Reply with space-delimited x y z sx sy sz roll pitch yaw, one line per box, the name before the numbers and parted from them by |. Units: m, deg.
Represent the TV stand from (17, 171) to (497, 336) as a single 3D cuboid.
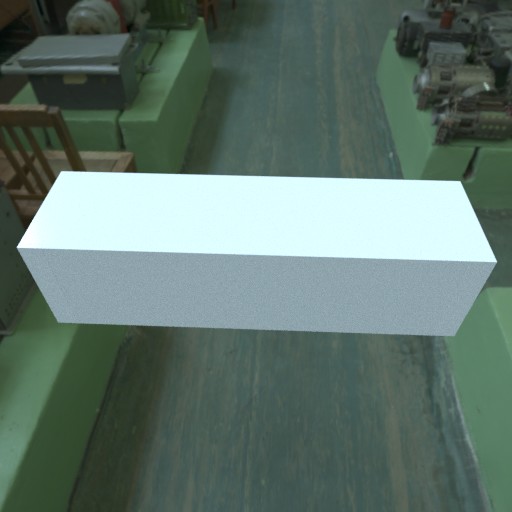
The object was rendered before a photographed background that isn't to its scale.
TV stand | 0.000 0.000 1.683 1.500 0.440 0.410 2 46 2
